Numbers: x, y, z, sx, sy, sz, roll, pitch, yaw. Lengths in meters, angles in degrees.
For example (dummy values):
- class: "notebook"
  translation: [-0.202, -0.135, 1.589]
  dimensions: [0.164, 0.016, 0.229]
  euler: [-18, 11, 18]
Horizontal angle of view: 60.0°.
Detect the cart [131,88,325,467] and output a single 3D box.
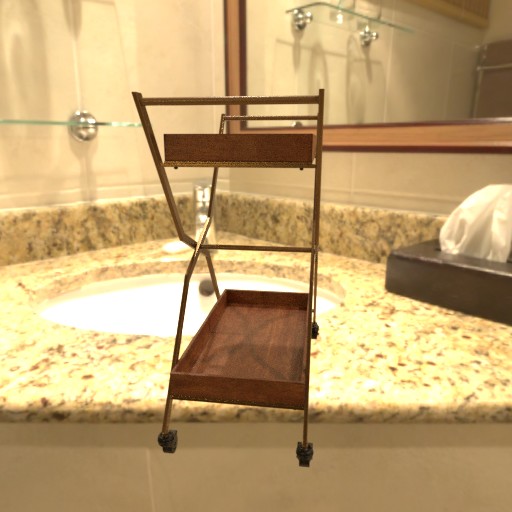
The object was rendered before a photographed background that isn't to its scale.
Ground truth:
- class: "cart"
  translation: [0.000, 0.000, 1.353]
  dimensions: [0.405, 0.869, 0.836]
  euler: [2, 15, 8]
